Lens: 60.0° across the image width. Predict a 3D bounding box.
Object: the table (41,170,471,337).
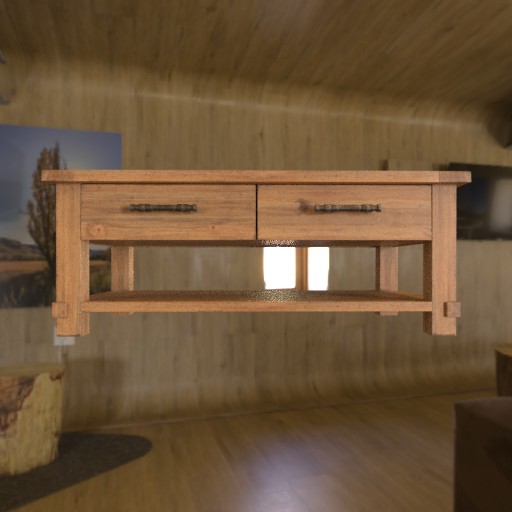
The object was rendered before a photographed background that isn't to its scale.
[{"bbox_3d":[0.000,0.000,1.640,1.270,0.494,0.693,0,-1,-1],"label":"table"}]
